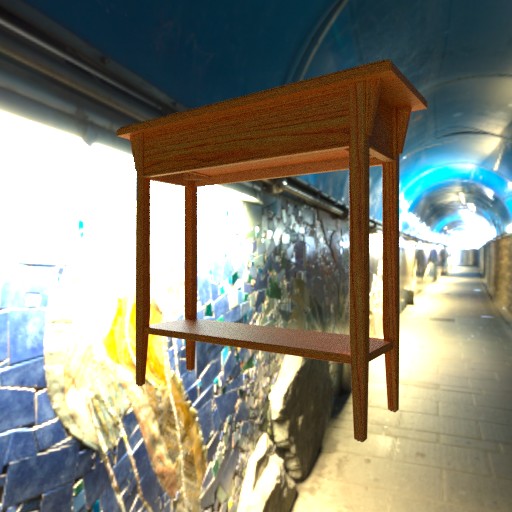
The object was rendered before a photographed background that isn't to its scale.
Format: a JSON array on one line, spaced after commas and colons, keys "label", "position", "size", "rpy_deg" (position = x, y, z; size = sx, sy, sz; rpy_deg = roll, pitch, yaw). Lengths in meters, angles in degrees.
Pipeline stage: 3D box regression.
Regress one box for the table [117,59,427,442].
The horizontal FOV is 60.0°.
[{"label": "table", "position": [0.000, 0.000, 1.110], "size": [0.762, 0.711, 0.254], "rpy_deg": [0, 0, 35]}]
